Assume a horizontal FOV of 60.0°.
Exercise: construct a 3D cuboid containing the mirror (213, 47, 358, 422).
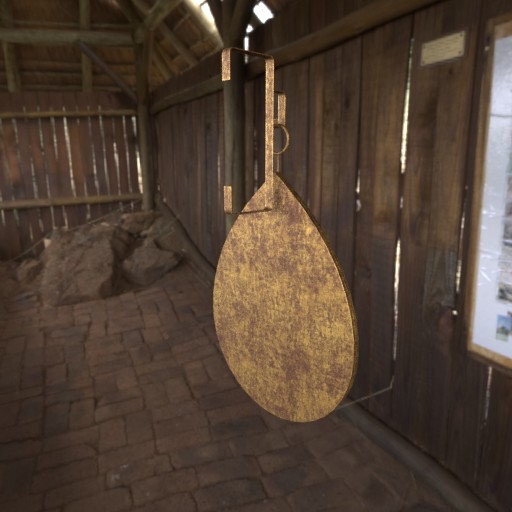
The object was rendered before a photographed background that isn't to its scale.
[{"bbox_3d":[0.000,0.000,0.879,0.144,0.744,0.405,-12,18,-43],"label":"mirror"}]
